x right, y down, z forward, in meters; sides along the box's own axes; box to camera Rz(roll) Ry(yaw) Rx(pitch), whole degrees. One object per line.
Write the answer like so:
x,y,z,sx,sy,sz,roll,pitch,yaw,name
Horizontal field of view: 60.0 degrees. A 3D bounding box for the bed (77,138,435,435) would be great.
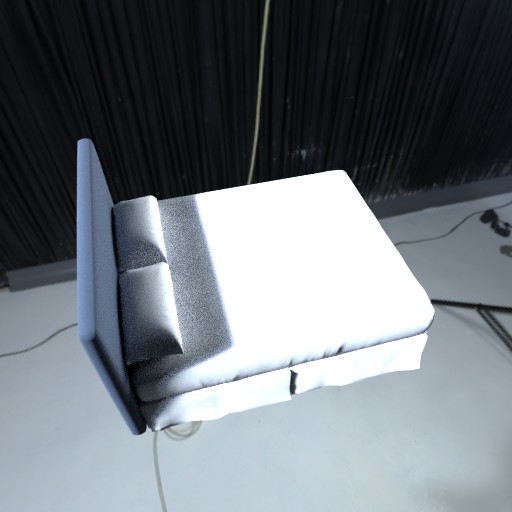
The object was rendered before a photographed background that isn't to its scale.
0.000,0.000,3.210,2.162,1.330,1.713,-11,49,-10,bed
